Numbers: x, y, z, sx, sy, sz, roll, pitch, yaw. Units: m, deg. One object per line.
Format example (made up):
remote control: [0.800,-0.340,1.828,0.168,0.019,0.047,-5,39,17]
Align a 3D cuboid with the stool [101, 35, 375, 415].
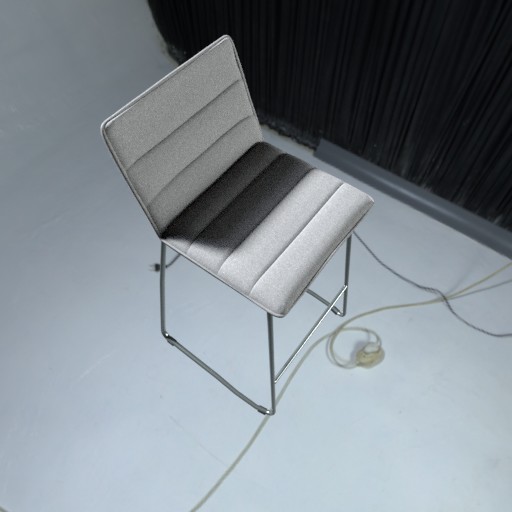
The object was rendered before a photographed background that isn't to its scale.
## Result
stool: [0.000,0.000,1.235,0.490,0.960,0.490,33,63,19]
